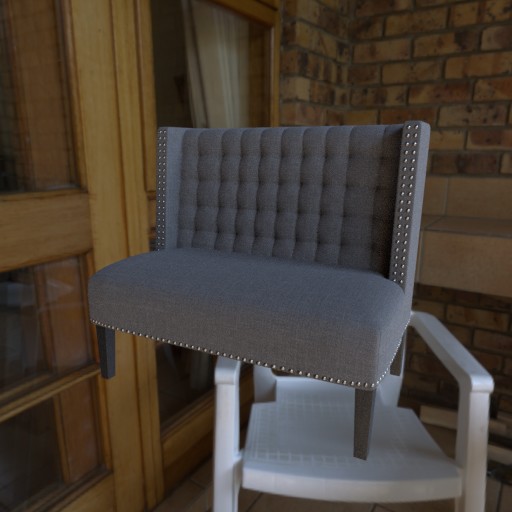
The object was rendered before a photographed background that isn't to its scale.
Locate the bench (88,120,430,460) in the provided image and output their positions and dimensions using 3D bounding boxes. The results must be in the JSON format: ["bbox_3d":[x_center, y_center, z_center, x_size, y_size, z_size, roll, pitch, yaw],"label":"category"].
[{"bbox_3d":[0.000,0.000,1.944,1.276,1.121,0.842,7,15,26],"label":"bench"}]
